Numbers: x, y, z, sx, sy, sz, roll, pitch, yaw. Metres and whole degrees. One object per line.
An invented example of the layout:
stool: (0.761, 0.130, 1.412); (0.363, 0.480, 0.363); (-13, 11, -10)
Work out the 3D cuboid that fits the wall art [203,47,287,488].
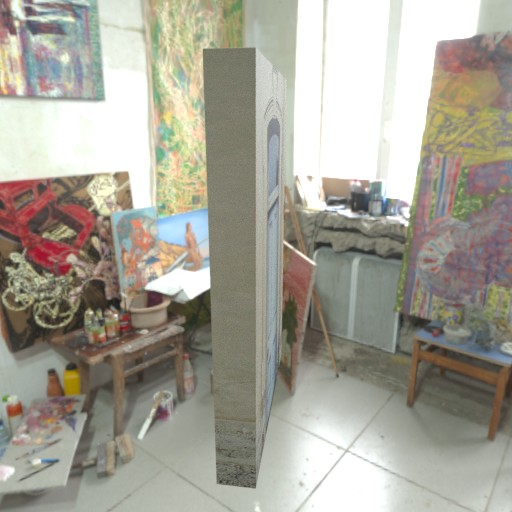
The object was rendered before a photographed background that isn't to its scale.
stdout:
wall art: (0.000, 0.000, 0.485); (0.038, 0.381, 0.254); (3, 17, 8)
